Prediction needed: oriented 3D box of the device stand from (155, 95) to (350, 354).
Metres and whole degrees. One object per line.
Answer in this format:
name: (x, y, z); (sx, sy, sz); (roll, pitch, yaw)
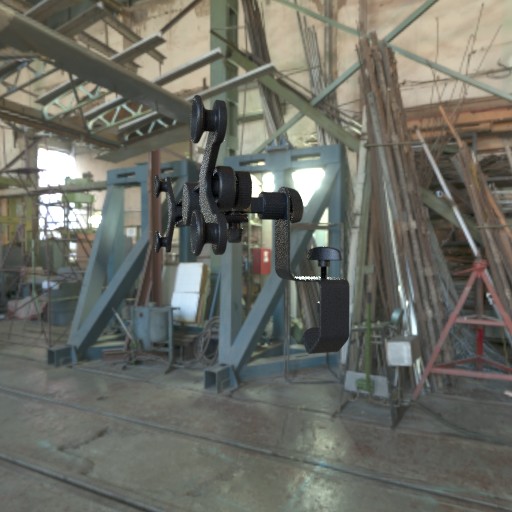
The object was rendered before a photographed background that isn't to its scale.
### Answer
device stand: (0.000, 0.000, 0.364); (0.142, 0.166, 0.270); (0, 1, -17)
